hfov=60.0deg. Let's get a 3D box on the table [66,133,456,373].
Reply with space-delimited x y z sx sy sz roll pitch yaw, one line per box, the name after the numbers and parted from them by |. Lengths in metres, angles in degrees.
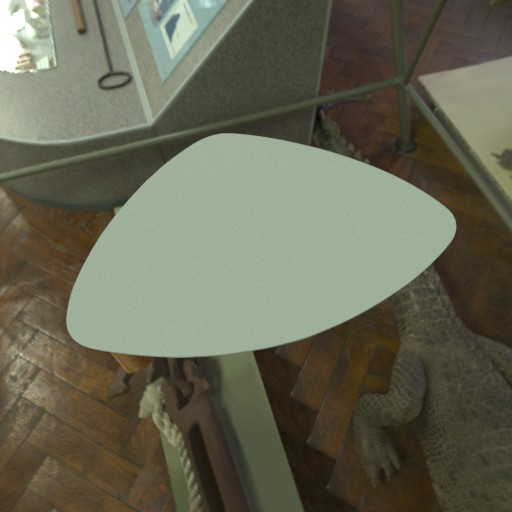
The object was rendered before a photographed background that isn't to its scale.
0.000 0.000 1.637 1.250 0.440 0.850 -16 60 -9 | table
